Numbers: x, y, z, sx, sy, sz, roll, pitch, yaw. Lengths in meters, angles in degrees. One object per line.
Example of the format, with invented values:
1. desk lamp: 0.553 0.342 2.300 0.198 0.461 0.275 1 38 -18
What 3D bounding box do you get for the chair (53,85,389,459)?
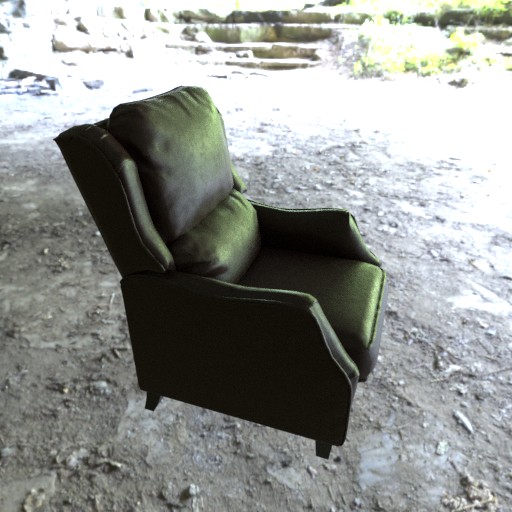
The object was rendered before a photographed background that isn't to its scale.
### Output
1. chair: 0.000 0.000 1.660 0.982 1.132 0.770 10 31 17
